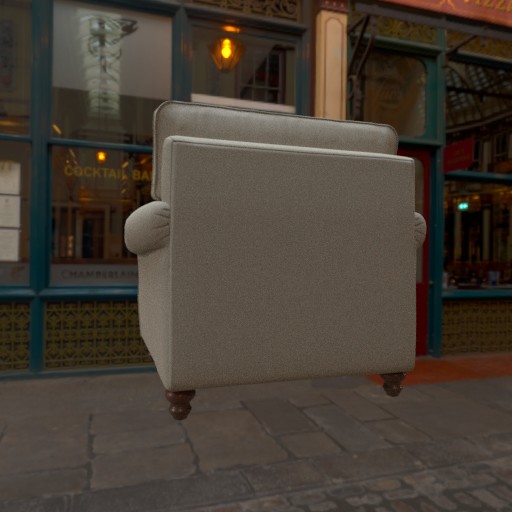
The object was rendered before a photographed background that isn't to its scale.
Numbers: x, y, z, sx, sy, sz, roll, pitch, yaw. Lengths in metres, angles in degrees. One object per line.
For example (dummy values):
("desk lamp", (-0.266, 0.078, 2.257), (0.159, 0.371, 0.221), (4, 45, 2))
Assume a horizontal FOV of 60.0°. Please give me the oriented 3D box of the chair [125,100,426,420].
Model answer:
("chair", (0.000, 0.000, 1.795), (1.029, 0.967, 0.966), (0, -1, -18))
